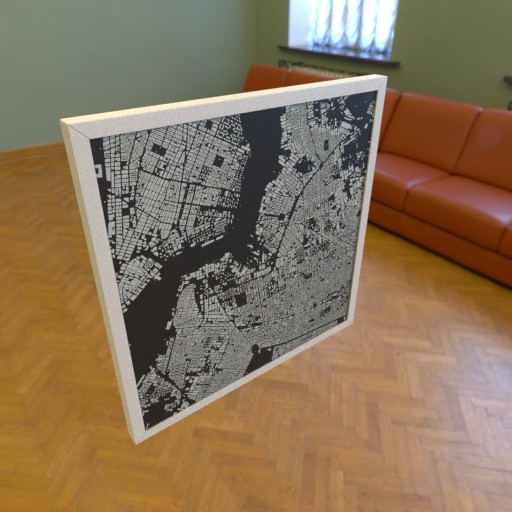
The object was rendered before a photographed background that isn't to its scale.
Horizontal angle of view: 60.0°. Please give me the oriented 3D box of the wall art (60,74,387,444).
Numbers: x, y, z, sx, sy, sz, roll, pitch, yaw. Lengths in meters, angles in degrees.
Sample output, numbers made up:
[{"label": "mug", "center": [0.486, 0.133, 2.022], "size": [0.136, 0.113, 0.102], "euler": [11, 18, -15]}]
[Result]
[{"label": "wall art", "center": [0.000, 0.000, 1.085], "size": [0.761, 0.762, 0.050], "euler": [-21, 36, -31]}]
